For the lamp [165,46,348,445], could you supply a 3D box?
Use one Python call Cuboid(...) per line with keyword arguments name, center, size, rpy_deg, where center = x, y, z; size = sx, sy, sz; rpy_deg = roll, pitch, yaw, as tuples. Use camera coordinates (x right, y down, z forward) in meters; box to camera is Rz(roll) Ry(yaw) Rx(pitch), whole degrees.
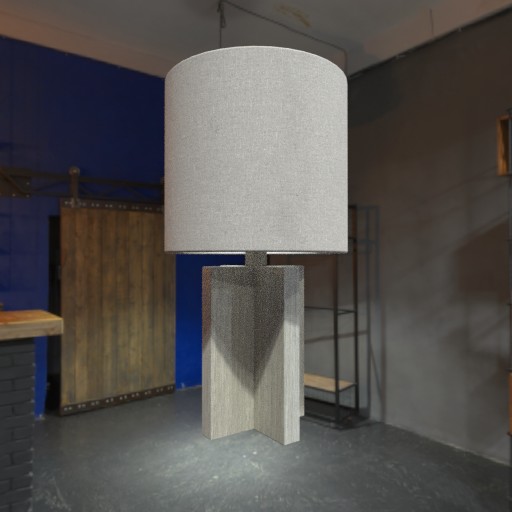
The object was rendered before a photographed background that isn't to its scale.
Cuboid(name="lamp", center=(0.000, 0.000, 0.565), size=(0.229, 0.428, 0.229), rpy_deg=(0, -1, -35))
